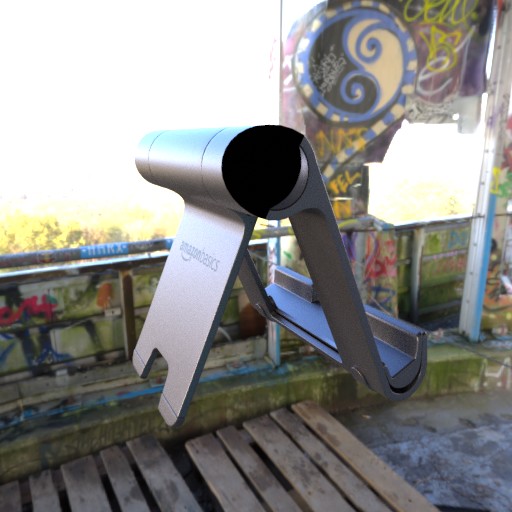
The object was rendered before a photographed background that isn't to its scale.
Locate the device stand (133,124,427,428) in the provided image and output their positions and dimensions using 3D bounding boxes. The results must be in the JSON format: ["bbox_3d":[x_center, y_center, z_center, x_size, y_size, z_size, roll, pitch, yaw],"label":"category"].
[{"bbox_3d":[0.000,0.000,0.151,0.079,0.084,0.088,-8,17,-28],"label":"device stand"}]
